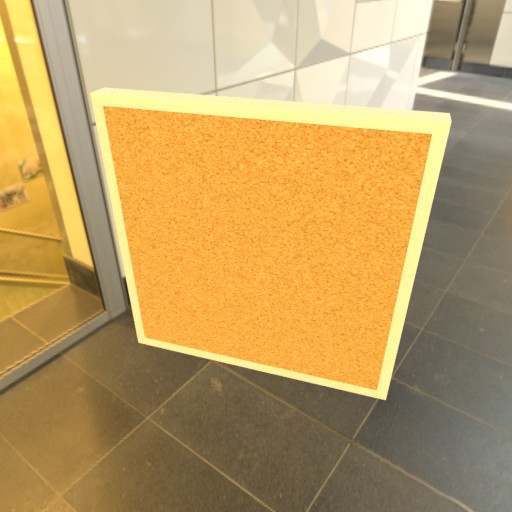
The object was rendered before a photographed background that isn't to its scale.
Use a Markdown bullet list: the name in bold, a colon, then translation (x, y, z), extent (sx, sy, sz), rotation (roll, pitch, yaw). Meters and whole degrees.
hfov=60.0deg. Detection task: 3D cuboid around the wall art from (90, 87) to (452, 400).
- **wall art**: translation (0.000, 0.000, 0.750), extent (0.506, 0.505, 0.038), rotation (9, 34, 14)
